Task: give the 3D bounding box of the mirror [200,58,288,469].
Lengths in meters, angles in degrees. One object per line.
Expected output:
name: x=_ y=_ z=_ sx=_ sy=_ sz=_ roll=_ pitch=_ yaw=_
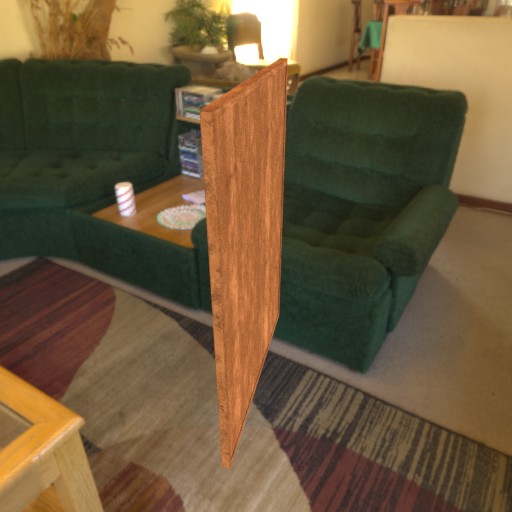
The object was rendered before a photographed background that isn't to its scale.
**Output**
mirror: x=0.000 y=0.000 z=1.447 sx=0.028 sy=1.099 sz=0.796 roll=7 pitch=32 yaw=12
